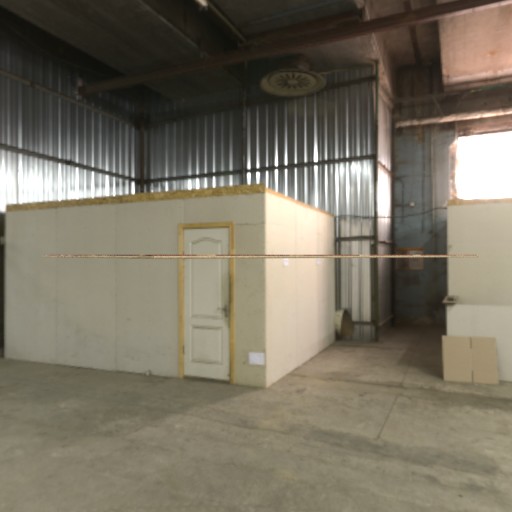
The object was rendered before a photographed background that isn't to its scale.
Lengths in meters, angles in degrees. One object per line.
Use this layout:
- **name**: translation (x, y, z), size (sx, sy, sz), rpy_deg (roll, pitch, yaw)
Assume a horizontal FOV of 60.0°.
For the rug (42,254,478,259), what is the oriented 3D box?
- **rug**: translation (0.000, 0.000, 3.981), size (3.049, 0.021, 2.466), rpy_deg (0, 0, -37)
